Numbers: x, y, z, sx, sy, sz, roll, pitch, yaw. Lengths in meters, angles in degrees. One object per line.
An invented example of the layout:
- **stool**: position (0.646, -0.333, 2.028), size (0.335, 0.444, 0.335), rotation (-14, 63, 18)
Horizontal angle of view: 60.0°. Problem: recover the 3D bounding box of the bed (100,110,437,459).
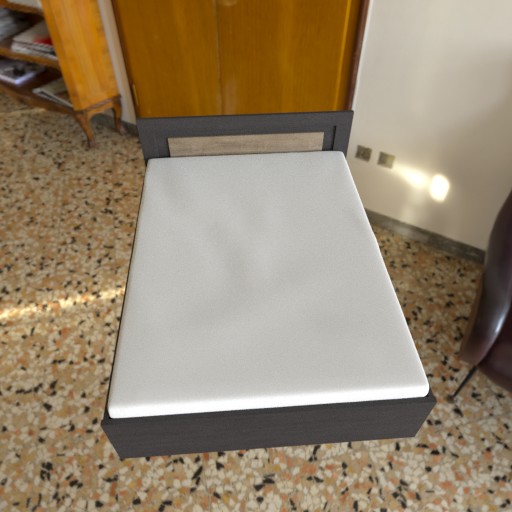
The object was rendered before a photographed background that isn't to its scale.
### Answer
- **bed**: position (0.000, 0.000, 2.800), size (1.585, 0.823, 2.073), rotation (-3, 46, -3)
